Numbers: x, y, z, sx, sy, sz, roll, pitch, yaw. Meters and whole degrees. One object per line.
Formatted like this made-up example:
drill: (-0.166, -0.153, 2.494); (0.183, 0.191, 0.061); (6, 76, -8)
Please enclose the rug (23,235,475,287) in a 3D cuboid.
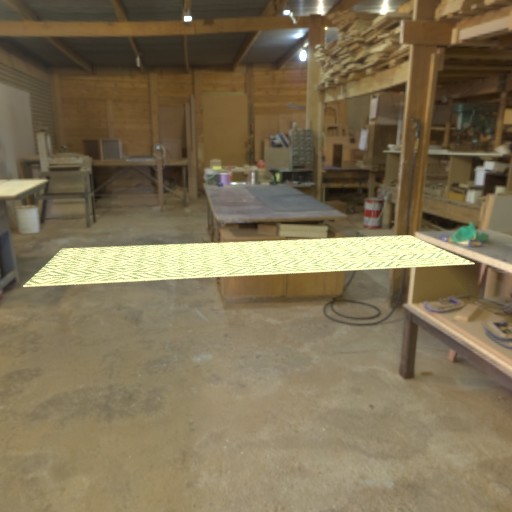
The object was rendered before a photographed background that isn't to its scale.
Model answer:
rug: (0.000, 0.000, 2.716); (2.435, 0.009, 0.750); (-3, 15, -9)
